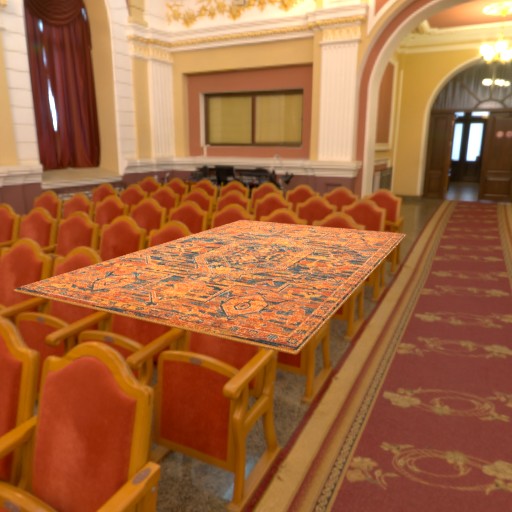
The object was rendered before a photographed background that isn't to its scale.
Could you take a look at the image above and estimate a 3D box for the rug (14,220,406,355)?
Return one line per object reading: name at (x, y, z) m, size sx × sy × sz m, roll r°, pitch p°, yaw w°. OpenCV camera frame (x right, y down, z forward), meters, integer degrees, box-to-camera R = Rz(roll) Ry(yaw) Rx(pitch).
rug at (0.000, 0.000, 1.060) m, size 0.557 × 0.008 × 0.863 m, roll 7°, pitch 16°, yaw 26°
